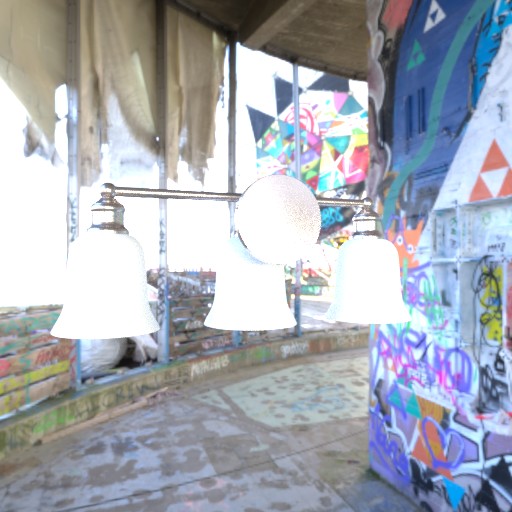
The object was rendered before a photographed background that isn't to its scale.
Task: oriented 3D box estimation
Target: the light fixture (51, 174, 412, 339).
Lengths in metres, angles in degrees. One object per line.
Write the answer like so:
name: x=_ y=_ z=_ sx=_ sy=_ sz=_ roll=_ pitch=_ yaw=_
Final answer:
light fixture: x=0.000 y=0.000 z=0.671 sx=0.570 sy=0.211 sz=0.198 roll=0 pitch=-1 yaw=-19
